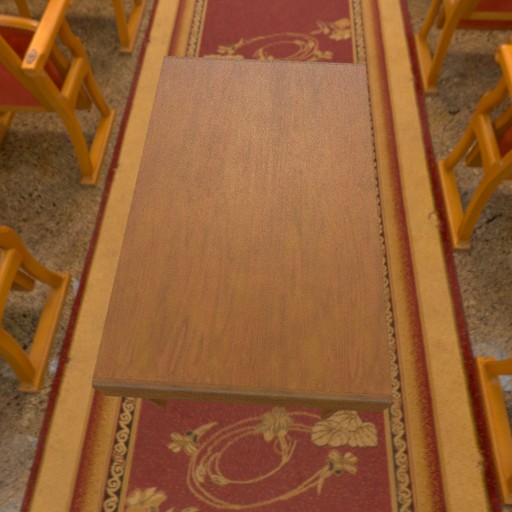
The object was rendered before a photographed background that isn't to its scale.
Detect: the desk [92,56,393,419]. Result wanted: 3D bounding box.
[{"bbox_3d":[0.000,0.000,1.535,0.660,0.754,1.066,3,63,1],"label":"desk"}]
